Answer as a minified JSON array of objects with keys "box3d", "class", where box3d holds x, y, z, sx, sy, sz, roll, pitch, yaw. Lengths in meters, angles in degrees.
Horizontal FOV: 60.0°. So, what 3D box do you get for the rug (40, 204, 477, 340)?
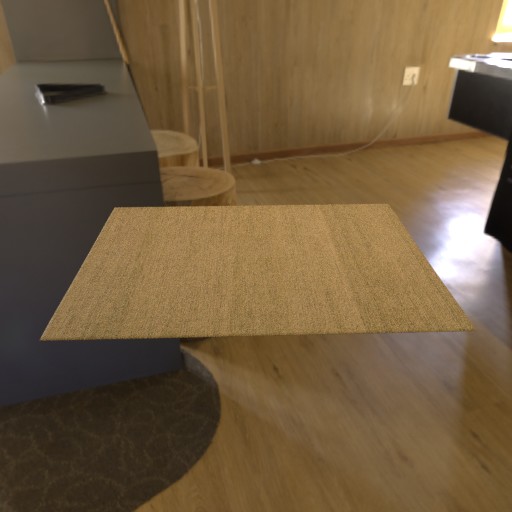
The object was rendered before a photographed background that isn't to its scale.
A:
[{"box3d":[0.000,0.000,5.171,3.935,0.025,2.782,-1,31,-2],"class":"rug"}]
